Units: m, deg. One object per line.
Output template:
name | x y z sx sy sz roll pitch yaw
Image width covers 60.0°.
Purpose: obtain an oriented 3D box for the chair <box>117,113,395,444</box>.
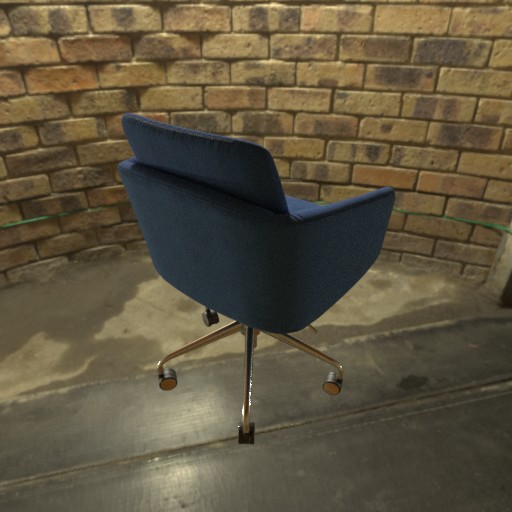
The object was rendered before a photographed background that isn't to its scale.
chair | 0.000 0.000 1.361 0.641 0.908 0.635 22 38 32
